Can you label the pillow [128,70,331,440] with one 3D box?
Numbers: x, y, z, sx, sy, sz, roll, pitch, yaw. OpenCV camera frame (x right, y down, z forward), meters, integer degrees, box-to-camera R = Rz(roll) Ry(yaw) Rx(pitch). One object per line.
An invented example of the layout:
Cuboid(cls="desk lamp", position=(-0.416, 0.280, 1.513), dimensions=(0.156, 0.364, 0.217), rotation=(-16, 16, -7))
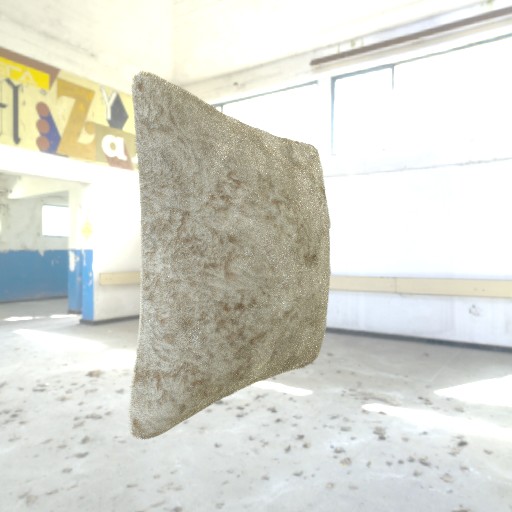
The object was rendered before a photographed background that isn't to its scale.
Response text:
Cuboid(cls="pillow", position=(0.000, 0.000, 0.815), dimensions=(0.216, 0.525, 0.538), rotation=(1, 1, 35))
